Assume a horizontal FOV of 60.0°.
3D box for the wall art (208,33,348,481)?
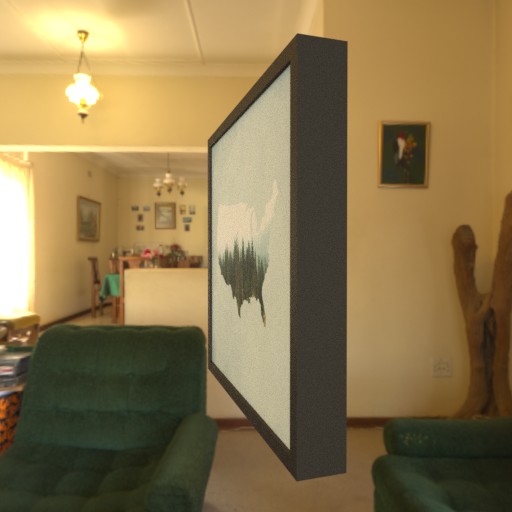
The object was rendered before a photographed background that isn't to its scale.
[{"bbox_3d":[0.000,0.000,0.451,0.038,0.304,0.304,0,1,-18],"label":"wall art"}]
